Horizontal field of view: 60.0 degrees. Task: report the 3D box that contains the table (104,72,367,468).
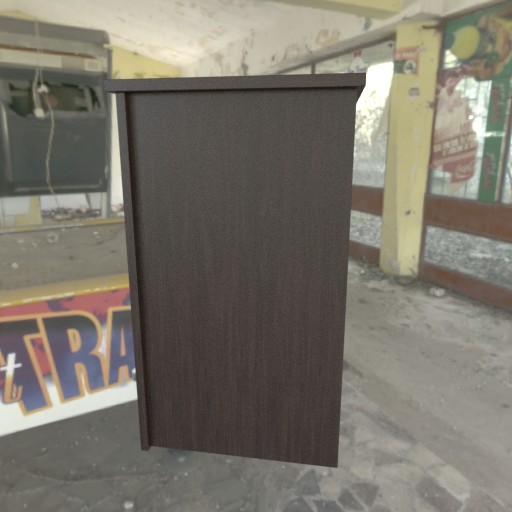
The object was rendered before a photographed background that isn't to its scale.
[{"bbox_3d":[0.000,0.000,0.925,0.381,0.635,0.480,2,14,9],"label":"table"}]
